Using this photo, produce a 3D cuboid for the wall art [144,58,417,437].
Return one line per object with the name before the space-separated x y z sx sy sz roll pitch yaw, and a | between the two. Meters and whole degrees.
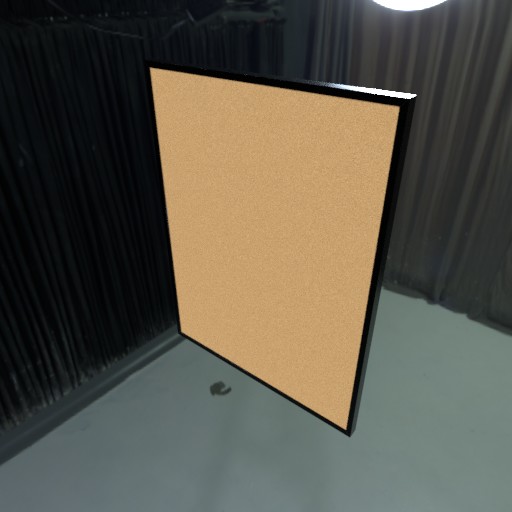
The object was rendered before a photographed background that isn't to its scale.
wall art | 0.000 0.000 1.381 0.805 1.062 0.040 23 38 32
